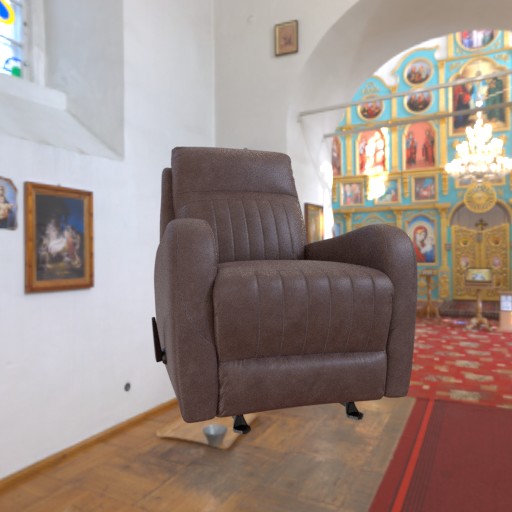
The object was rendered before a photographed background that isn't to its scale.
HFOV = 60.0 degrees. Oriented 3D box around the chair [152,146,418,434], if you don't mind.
[{"bbox_3d":[0.000,0.000,1.806,0.865,1.067,1.067,0,-1,-18],"label":"chair"}]
